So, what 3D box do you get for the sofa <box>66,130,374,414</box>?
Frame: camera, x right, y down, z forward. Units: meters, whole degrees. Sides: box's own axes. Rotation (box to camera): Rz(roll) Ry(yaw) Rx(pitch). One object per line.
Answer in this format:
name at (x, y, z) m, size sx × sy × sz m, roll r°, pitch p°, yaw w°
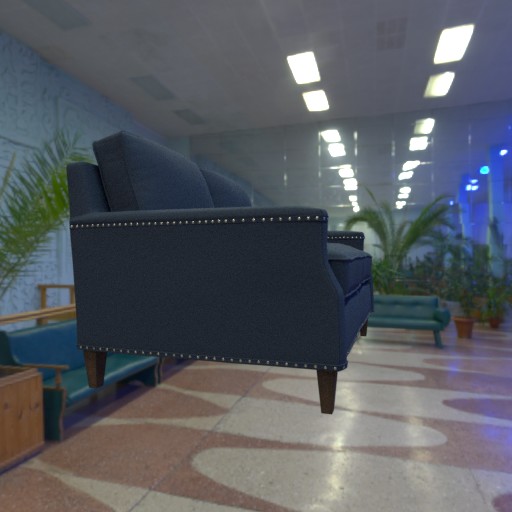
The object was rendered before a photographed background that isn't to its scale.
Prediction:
sofa at (0.000, 0.000, 2.250) m, size 1.084 × 1.003 × 1.597 m, roll 0°, pitch 0°, yaw 18°
